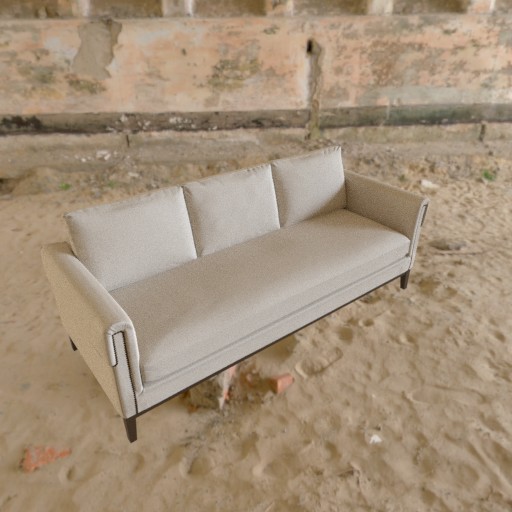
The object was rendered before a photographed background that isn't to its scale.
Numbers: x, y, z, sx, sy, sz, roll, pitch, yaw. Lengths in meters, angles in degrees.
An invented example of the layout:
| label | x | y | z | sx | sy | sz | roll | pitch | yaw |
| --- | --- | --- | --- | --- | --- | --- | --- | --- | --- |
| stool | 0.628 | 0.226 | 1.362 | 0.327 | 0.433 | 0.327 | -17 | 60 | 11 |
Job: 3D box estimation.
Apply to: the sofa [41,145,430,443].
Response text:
| label | x | y | z | sx | sy | sz | roll | pitch | yaw |
| --- | --- | --- | --- | --- | --- | --- | --- | --- | --- |
| sofa | 0.000 | 0.000 | 2.694 | 2.198 | 0.911 | 0.902 | -21 | 36 | -32 |
